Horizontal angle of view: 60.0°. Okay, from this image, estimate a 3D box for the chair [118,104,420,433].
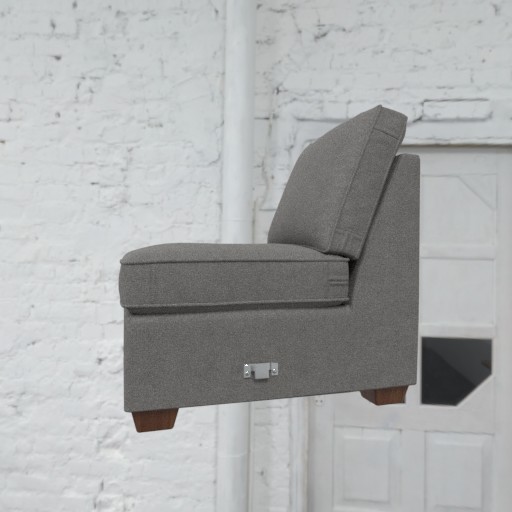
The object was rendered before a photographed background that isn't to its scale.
[{"bbox_3d":[0.000,0.000,1.584,0.938,0.970,0.621,0,0,-17],"label":"chair"}]
